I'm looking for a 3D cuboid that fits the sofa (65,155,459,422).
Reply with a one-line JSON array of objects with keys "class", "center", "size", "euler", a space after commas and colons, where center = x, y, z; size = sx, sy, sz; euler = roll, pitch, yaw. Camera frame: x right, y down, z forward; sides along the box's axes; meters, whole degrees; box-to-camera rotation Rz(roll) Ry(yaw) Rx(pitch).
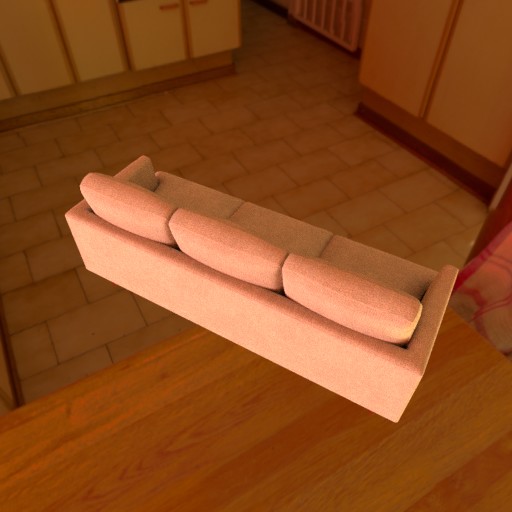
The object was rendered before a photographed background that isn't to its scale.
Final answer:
[{"class": "sofa", "center": [0.000, 0.000, 2.765], "size": [2.246, 0.930, 0.903], "euler": [22, 50, 20]}]
